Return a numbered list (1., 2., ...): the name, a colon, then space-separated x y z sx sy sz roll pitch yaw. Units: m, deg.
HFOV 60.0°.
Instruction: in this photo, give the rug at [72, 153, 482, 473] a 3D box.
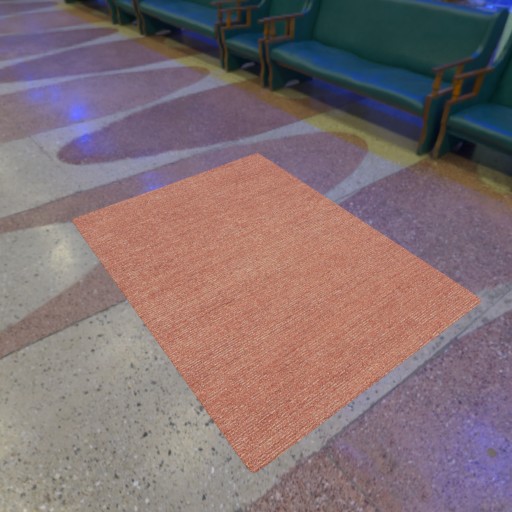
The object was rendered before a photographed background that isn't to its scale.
1. rug: 0.000 0.000 2.750 1.594 0.009 2.112 -26 47 -27
